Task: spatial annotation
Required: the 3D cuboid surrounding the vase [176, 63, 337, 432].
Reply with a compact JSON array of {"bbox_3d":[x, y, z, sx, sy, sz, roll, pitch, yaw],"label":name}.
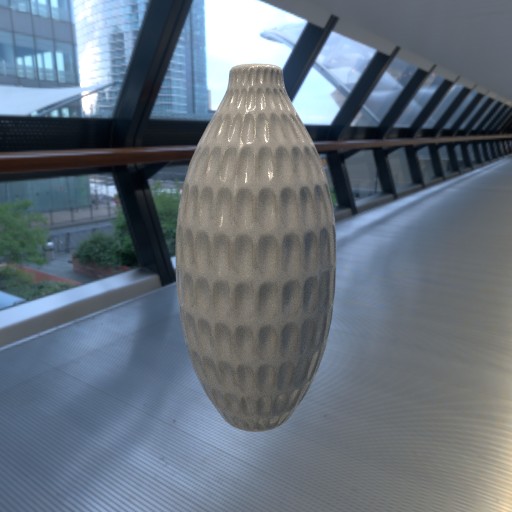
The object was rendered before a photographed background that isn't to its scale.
[{"bbox_3d":[0.000,0.000,0.356,0.127,0.282,0.127,0,14,0],"label":"vase"}]
